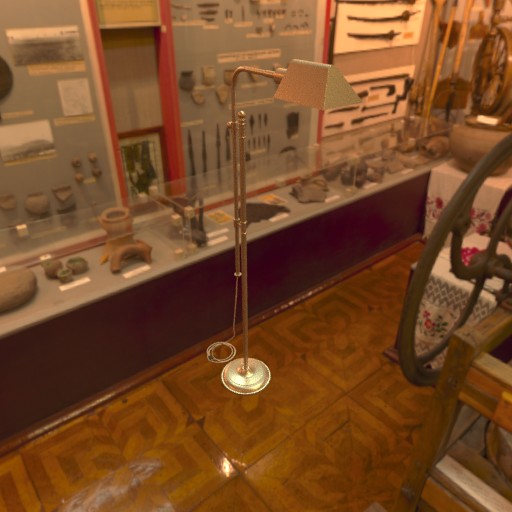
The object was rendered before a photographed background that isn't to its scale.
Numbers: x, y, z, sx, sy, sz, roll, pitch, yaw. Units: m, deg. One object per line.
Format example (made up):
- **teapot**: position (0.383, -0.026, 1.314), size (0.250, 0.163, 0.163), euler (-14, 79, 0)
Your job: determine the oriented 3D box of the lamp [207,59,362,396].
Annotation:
- **lamp**: position (0.000, 0.000, 1.878), size (0.256, 1.571, 0.813), euler (-21, 37, -32)
